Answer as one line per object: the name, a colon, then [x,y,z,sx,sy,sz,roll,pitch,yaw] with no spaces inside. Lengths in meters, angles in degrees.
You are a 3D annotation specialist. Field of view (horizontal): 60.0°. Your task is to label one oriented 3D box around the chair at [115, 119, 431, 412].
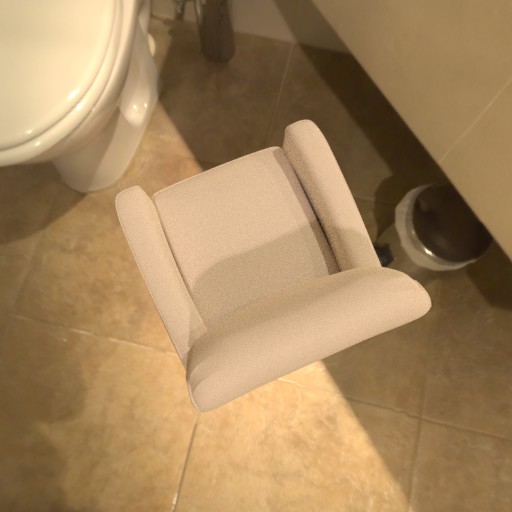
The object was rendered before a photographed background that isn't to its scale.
chair: [0.000,0.000,1.685,0.841,1.028,0.858,-23,78,-5]
